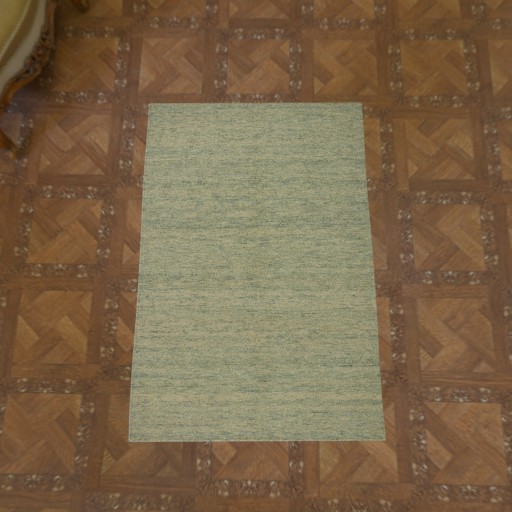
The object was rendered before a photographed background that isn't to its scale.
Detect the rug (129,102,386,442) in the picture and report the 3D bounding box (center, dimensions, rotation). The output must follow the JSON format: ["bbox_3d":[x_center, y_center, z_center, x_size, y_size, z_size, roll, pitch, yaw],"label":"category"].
[{"bbox_3d":[0.000,0.000,2.930,1.547,0.013,2.283,0,76,0],"label":"rug"}]
